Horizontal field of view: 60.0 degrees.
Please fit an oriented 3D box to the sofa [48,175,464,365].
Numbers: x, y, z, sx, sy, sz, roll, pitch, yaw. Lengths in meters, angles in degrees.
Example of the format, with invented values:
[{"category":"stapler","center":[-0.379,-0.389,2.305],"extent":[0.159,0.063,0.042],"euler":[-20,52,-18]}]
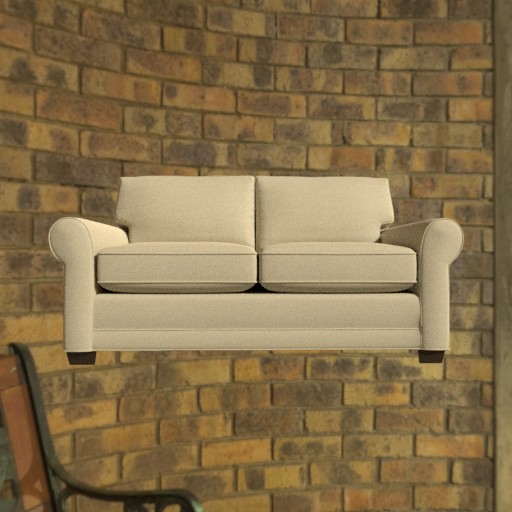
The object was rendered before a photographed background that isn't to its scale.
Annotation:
[{"category":"sofa","center":[0.000,0.000,2.288],"extent":[1.774,0.933,0.861],"euler":[0,-1,-1]}]
